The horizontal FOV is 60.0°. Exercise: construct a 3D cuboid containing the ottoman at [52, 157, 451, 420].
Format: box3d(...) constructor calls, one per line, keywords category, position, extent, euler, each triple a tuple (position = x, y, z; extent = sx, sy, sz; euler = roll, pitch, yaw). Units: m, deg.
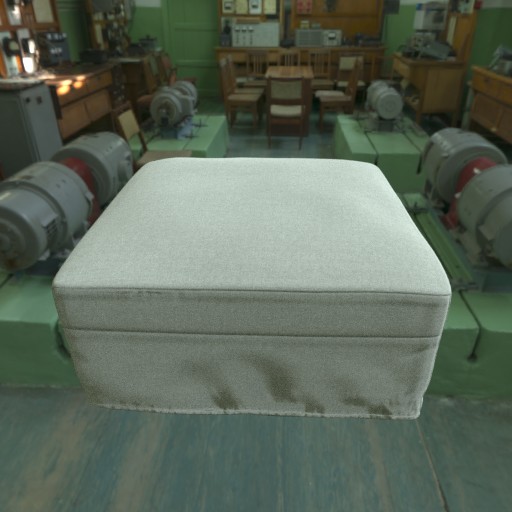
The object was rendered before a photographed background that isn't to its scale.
box3d(category="ottoman", position=(0.000, 0.000, 1.320), extent=(0.840, 0.436, 0.843), euler=(1, 30, 2))
